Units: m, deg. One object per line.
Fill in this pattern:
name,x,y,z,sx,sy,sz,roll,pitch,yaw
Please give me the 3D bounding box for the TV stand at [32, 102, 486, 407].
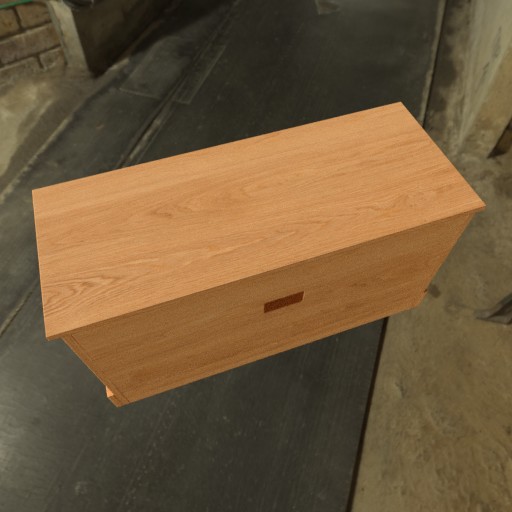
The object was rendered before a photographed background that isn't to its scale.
TV stand,0.000,0.000,1.363,1.080,0.550,0.440,-16,58,-10
